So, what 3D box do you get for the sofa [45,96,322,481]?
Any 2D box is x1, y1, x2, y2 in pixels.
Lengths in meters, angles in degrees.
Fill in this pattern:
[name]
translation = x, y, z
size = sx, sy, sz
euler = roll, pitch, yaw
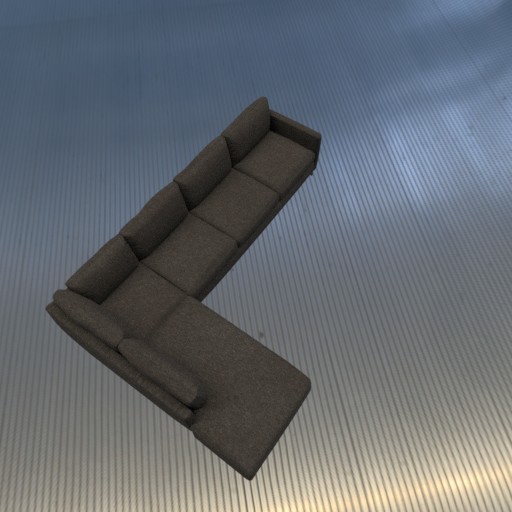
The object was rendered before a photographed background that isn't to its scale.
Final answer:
[sofa]
translation = 0.000, 0.000, 3.922
size = 2.007, 0.815, 2.949
euler = 31, 64, 17
